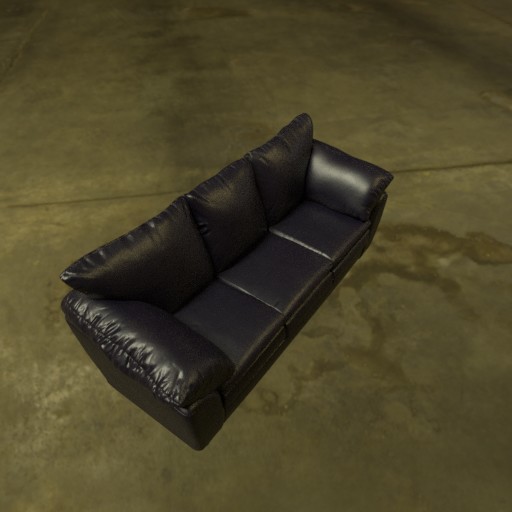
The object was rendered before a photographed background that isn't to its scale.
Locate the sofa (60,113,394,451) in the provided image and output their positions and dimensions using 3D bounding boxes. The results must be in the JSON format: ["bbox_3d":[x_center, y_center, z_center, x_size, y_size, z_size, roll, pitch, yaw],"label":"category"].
[{"bbox_3d":[0.000,0.000,2.871,0.880,1.073,2.336,26,48,26],"label":"sofa"}]
